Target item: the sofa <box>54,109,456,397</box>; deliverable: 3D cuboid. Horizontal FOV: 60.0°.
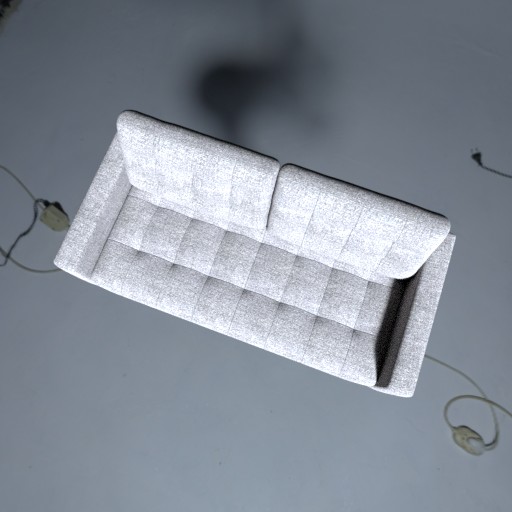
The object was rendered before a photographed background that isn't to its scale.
[{"bbox_3d":[0.000,0.000,2.321,1.821,0.902,0.863,20,77,5],"label":"sofa"}]
